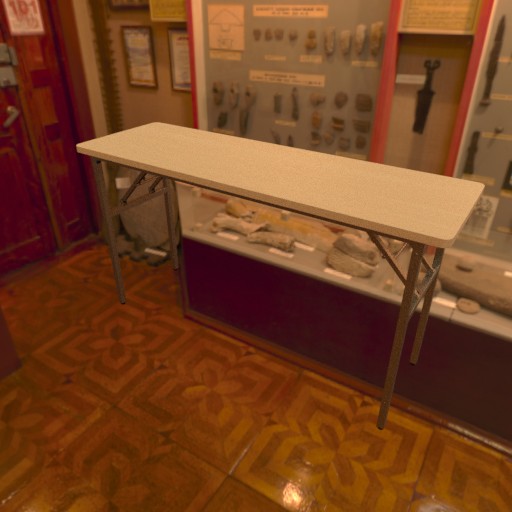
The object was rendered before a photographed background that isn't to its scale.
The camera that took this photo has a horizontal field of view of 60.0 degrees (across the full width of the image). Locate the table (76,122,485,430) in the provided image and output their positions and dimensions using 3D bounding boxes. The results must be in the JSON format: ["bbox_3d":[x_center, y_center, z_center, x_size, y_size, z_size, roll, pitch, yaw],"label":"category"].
[{"bbox_3d":[0.000,0.000,1.718,1.397,0.750,0.446,19,35,29],"label":"table"}]
